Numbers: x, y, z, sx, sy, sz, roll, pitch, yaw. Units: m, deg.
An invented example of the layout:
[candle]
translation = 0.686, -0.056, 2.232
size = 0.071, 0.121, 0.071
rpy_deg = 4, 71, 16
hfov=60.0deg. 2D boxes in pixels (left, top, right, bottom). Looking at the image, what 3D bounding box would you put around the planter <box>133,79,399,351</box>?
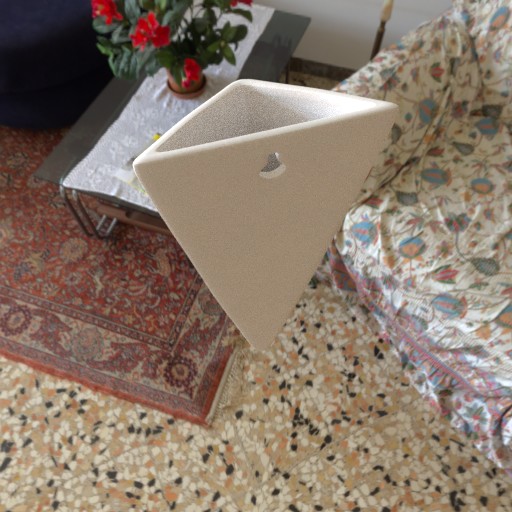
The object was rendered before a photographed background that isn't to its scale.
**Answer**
[planter]
translation = 0.000, 0.000, 0.384
size = 0.143, 0.338, 0.065
rpy_deg = -15, 60, -9
